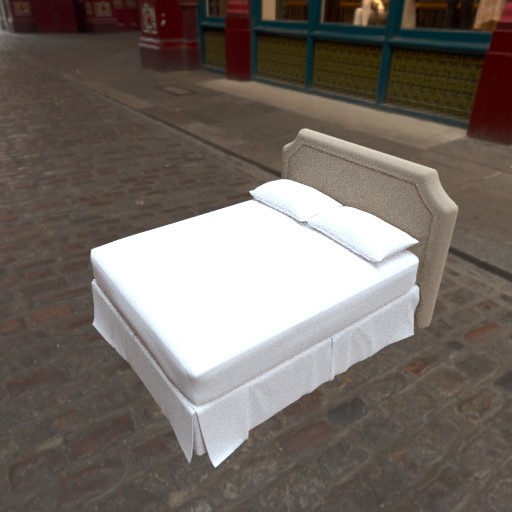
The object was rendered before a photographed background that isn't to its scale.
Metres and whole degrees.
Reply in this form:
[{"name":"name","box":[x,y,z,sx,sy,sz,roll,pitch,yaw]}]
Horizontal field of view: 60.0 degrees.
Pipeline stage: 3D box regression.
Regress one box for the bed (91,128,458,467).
[{"name":"bed","box":[0.000,0.000,3.356,2.204,1.301,1.828,-21,37,-31]}]
